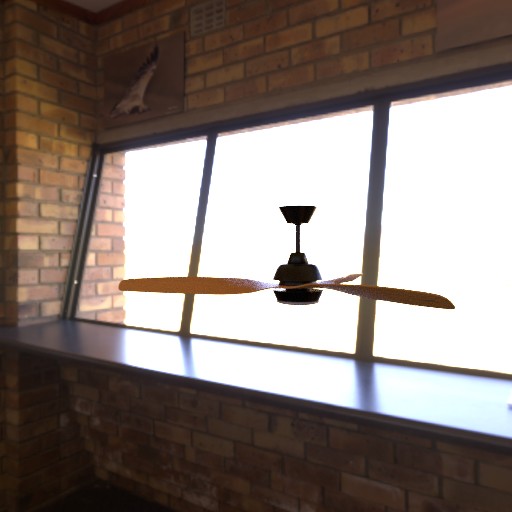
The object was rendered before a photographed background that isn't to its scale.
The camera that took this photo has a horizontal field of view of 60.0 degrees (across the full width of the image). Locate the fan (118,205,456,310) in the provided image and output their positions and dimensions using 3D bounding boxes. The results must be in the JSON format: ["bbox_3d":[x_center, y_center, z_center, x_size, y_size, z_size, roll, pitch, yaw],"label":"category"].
[{"bbox_3d":[0.000,0.000,1.603,1.010,0.355,1.142,0,0,1],"label":"fan"}]
